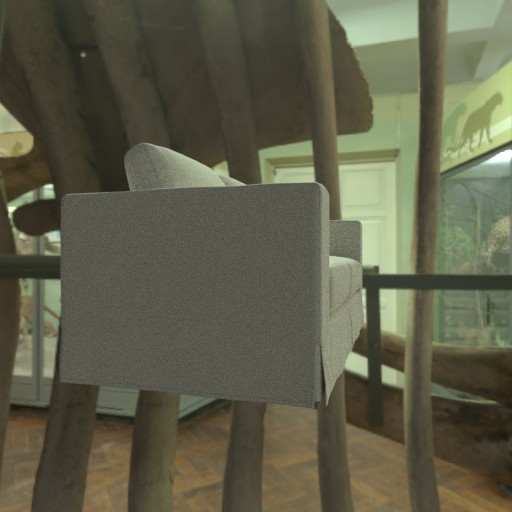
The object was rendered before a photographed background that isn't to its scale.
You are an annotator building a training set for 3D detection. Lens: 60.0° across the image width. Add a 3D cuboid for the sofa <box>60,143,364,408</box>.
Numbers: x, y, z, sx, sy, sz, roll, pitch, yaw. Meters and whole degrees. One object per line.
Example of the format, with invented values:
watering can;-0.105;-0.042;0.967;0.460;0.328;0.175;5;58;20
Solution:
sofa;0.000;0.000;2.359;1.009;0.932;1.813;0;0;17
